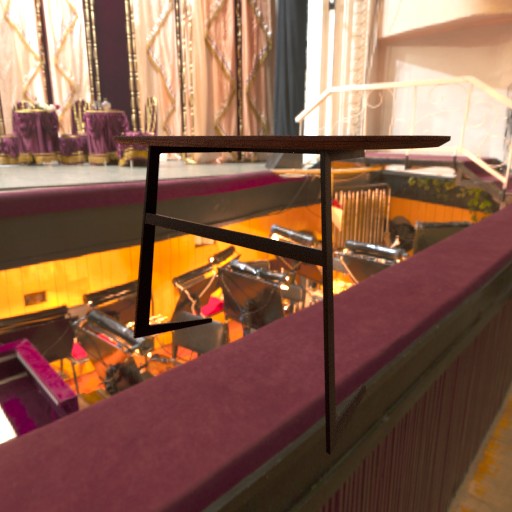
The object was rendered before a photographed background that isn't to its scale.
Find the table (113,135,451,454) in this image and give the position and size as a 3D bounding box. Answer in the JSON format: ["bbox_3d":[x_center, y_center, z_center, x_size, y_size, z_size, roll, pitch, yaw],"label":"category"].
[{"bbox_3d":[0.000,0.000,1.102,0.804,0.576,0.361,14,21,43],"label":"table"}]
